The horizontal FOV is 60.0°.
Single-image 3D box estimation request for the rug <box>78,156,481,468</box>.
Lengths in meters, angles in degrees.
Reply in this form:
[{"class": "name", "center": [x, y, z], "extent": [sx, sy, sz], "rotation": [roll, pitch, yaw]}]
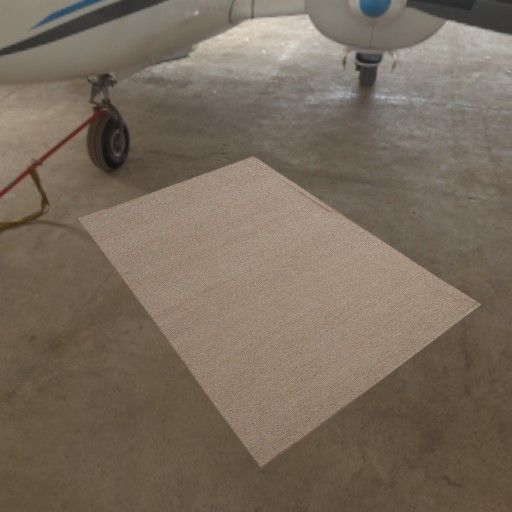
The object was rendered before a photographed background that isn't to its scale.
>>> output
[{"class": "rug", "center": [0.000, 0.000, 3.693], "extent": [2.032, 0.038, 2.869], "rotation": [-25, 46, -27]}]
